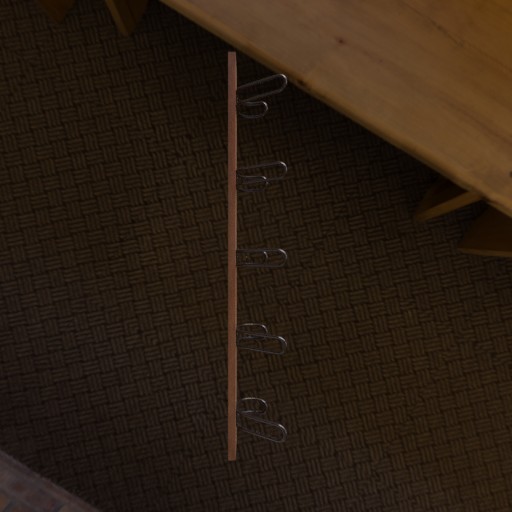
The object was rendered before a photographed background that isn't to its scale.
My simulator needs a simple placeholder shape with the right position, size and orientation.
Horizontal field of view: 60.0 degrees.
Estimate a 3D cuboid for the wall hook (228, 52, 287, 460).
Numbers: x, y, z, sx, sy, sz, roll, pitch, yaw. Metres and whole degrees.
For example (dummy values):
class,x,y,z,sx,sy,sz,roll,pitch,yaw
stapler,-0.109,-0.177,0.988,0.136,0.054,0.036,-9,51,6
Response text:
class,x,y,z,sx,sy,sz,roll,pitch,yaw
wall hook,0.000,0.000,0.612,0.076,0.116,0.554,0,90,-1
